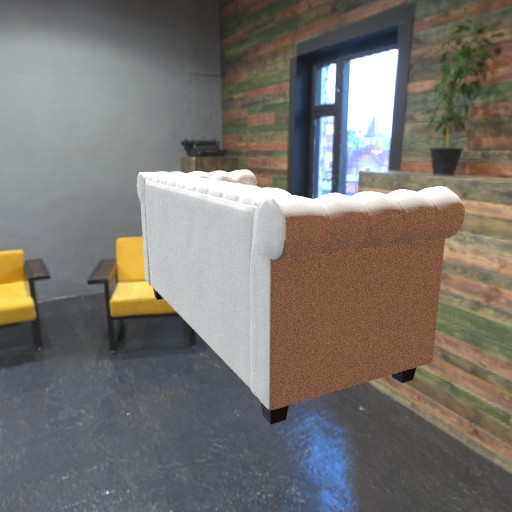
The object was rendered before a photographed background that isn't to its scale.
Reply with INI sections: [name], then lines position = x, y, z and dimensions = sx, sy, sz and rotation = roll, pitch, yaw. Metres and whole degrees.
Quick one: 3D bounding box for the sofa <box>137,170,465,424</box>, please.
[sofa]
position = 0.000, 0.000, 2.233
dimensions = 0.771, 0.796, 1.798
rotation = -7, 15, -26
